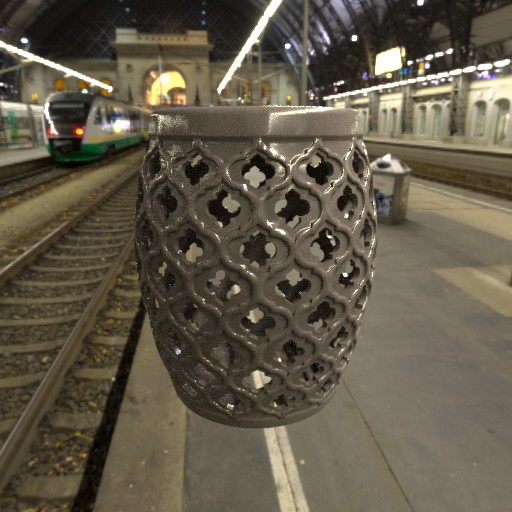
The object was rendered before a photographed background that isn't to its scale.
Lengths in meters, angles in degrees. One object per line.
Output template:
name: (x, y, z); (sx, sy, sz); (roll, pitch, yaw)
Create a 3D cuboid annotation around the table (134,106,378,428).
table: (0.000, 0.000, 0.619); (0.325, 0.388, 0.325); (0, 16, 0)
